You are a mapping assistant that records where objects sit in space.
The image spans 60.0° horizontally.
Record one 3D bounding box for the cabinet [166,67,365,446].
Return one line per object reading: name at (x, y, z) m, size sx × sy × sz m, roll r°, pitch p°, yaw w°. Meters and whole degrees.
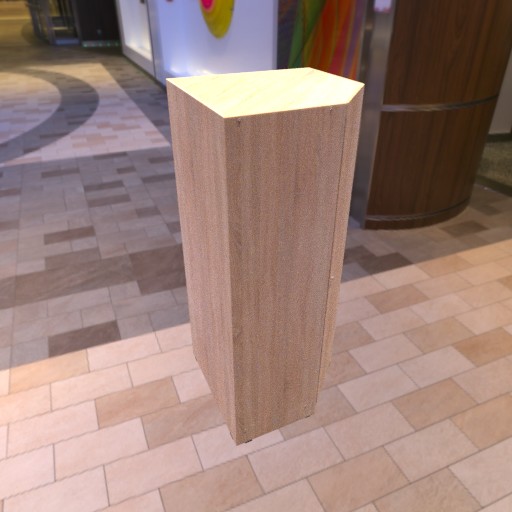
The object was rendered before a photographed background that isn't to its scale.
cabinet at (0.000, 0.000, 2.901) m, size 1.094 × 2.120 × 1.327 m, roll 11°, pitch 33°, yaw 18°
